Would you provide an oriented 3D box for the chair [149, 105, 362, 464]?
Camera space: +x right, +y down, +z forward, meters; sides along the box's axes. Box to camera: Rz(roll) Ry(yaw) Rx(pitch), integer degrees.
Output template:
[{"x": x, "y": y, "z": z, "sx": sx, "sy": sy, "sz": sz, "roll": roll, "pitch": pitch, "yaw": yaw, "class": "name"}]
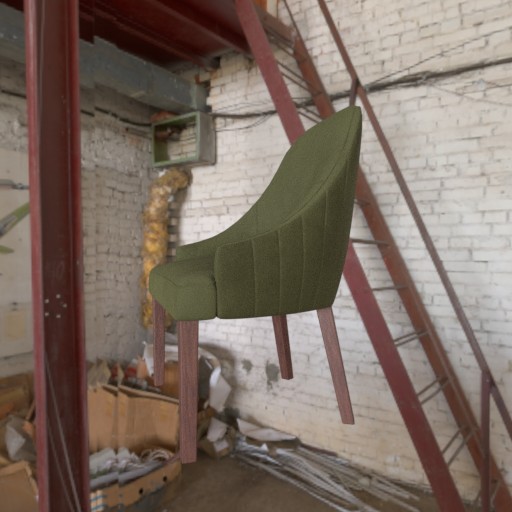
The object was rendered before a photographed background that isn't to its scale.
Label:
[{"x": 0.000, "y": 0.000, "z": 1.323, "sx": 0.575, "sy": 0.889, "sz": 0.643, "roll": 0, "pitch": 1, "yaw": -19, "class": "chair"}]
